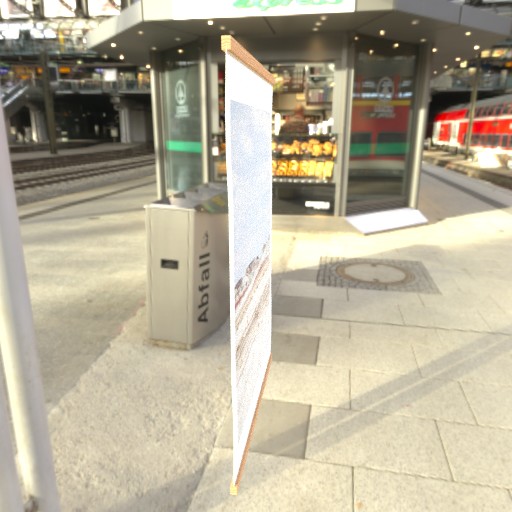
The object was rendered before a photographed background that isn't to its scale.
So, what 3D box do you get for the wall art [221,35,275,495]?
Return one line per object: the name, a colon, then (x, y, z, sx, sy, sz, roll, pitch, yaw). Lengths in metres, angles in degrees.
wall art: (0.000, 0.000, 1.885, 0.025, 1.521, 1.011, 3, 16, 9)
